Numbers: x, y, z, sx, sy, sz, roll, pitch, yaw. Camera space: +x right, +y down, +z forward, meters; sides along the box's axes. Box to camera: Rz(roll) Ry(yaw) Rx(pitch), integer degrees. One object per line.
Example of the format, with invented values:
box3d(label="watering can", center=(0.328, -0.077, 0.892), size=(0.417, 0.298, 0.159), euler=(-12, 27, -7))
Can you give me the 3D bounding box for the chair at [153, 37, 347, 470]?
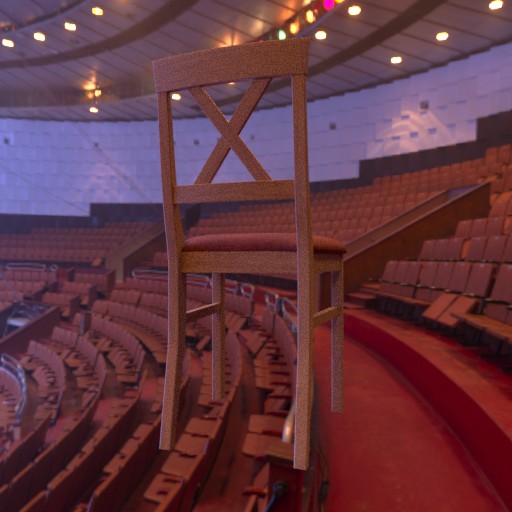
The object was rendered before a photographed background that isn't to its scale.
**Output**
box3d(label="chair", center=(0.000, 0.000, 1.196), size=(0.439, 0.912, 0.492), euler=(0, -1, 18))
